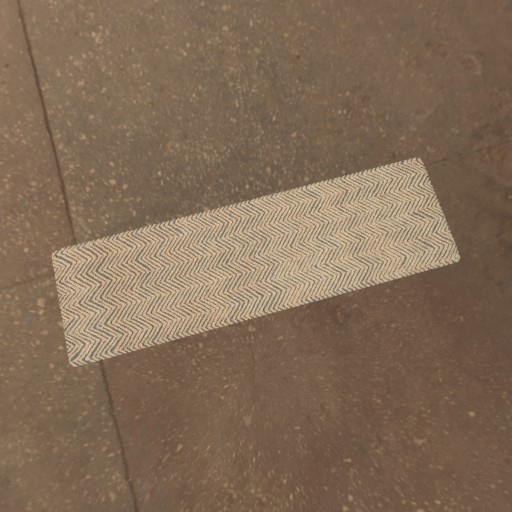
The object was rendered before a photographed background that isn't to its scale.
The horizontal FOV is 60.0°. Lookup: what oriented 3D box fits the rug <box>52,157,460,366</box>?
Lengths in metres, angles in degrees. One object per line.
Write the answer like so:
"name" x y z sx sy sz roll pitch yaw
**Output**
"rug" 0.000 0.000 2.575 2.286 0.008 0.686 -15 76 -4
